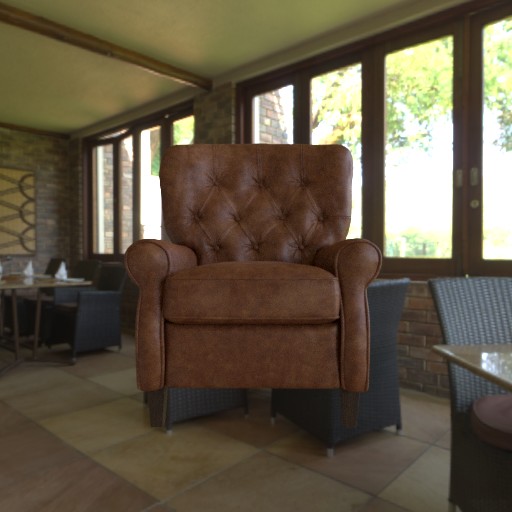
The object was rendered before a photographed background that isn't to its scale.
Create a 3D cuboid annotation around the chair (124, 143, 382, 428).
[{"bbox_3d":[0.000,0.000,1.944,0.951,1.164,1.059,0,1,1],"label":"chair"}]
